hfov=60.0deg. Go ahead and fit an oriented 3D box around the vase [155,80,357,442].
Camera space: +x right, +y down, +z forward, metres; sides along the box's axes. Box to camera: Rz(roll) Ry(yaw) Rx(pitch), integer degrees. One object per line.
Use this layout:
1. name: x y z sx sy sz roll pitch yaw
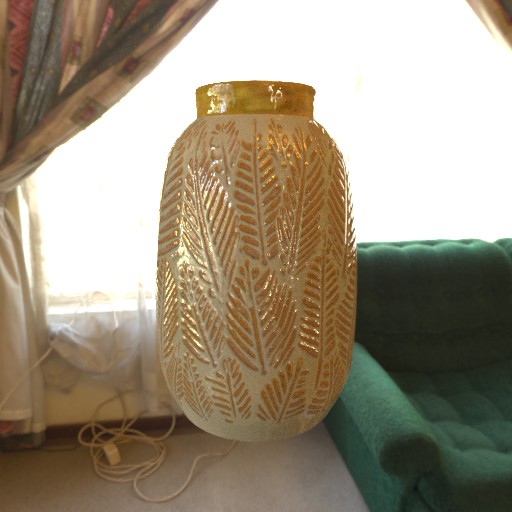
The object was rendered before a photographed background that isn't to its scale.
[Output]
1. vase: 0.000 0.000 0.380 0.172 0.270 0.172 0 12 0
